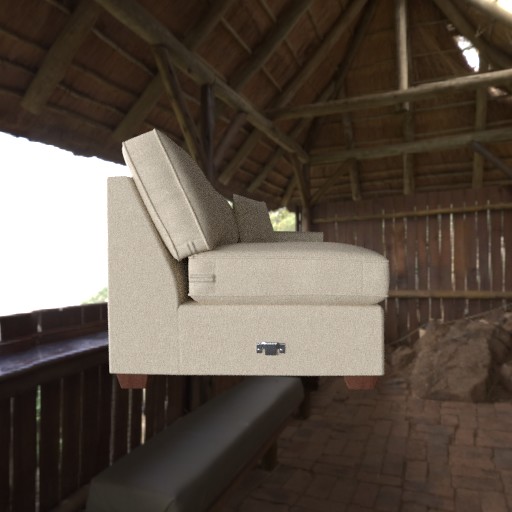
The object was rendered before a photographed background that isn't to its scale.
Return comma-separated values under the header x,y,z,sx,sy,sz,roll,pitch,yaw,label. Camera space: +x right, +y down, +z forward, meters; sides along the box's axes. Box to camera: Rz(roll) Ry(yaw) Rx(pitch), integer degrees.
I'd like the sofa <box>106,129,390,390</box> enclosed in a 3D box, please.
x,y,z,sx,sy,sz,roll,pitch,yaw,label
0.000,0.000,2.529,1.034,0.946,1.963,0,1,2,sofa
